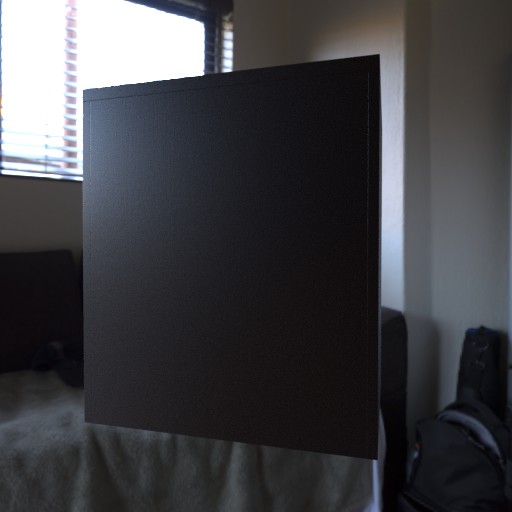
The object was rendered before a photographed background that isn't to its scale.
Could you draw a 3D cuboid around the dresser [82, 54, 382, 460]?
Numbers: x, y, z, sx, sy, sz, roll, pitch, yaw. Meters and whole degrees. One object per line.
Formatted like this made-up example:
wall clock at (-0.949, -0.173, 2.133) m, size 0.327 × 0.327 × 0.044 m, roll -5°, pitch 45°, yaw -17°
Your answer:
dresser at (0.000, 0.000, 0.739) m, size 0.400 × 0.470 × 0.360 m, roll 0°, pitch 1°, yaw 16°
